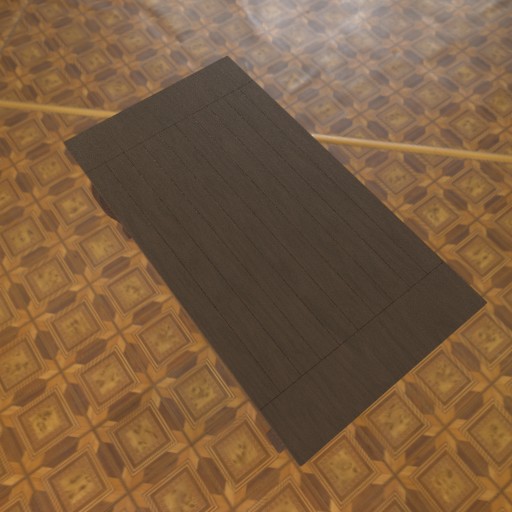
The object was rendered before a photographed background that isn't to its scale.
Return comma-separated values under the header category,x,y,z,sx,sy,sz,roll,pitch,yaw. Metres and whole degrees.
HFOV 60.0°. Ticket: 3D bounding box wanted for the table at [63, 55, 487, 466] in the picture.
category,x,y,z,sx,sy,sz,roll,pitch,yaw
table,0.000,0.000,1.390,0.600,0.494,1.062,-35,69,-15
